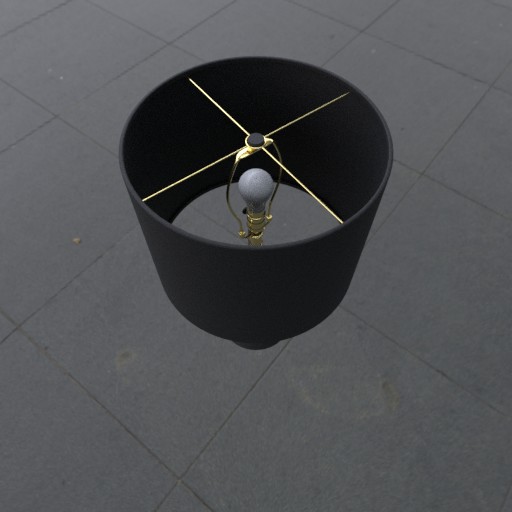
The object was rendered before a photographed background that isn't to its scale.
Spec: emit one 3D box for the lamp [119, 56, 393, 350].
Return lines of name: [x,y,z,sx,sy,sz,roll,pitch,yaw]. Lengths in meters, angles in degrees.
lamp: [0.000,0.000,0.830,0.359,0.584,0.359,-32,63,-19]
